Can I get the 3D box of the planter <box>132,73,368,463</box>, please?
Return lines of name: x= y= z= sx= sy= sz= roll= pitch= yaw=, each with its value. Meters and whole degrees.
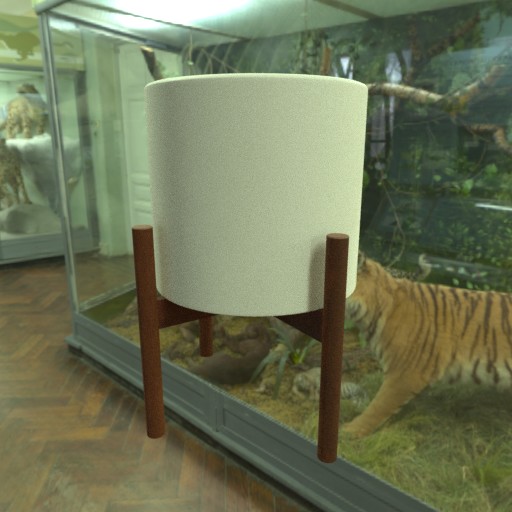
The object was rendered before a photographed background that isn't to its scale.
planter: x=0.000 y=0.000 z=0.501 sx=0.224 sy=0.358 sz=0.224 roll=3 pitch=15 yaw=11
